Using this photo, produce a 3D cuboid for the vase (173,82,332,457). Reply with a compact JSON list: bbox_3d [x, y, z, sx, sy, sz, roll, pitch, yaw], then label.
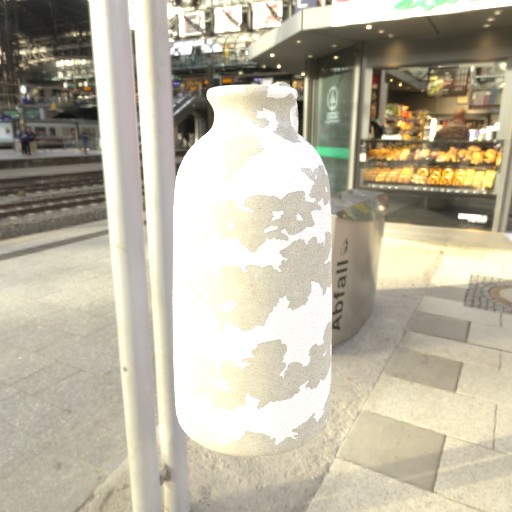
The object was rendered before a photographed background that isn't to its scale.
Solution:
[{"bbox_3d":[0.000,0.000,0.502,0.186,0.382,0.203,8,17,27],"label":"vase"}]
